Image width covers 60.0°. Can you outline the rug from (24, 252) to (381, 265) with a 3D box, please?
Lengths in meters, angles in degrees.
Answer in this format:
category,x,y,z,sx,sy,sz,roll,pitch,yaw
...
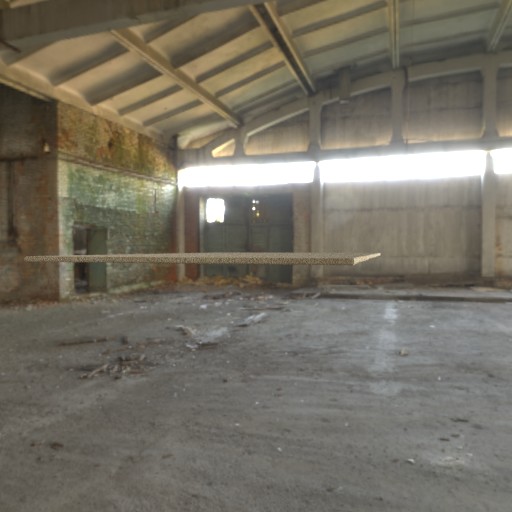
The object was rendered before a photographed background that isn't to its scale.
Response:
category,x,y,z,sx,sy,sz,roll,pitch,yaw
rug,0.000,0.000,2.939,1.500,0.025,2.346,0,1,18
